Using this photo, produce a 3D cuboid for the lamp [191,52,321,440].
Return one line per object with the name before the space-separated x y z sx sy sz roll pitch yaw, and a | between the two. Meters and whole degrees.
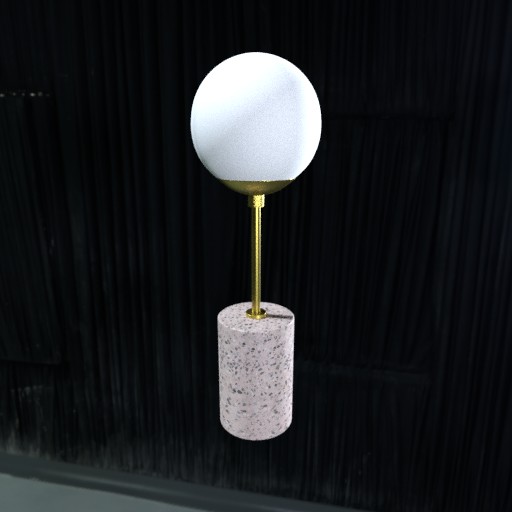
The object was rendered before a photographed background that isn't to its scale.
lamp | 0.000 0.000 0.571 0.153 0.480 0.153 0 16 0
